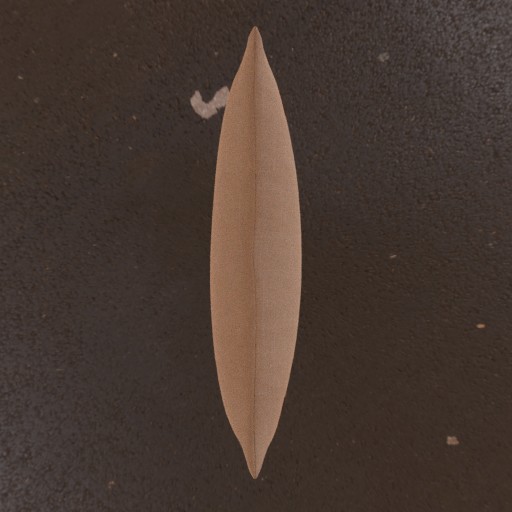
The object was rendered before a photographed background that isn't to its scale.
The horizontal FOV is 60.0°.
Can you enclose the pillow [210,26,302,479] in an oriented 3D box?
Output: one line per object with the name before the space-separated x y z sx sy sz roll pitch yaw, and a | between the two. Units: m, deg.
pillow | 0.000 0.000 0.735 0.148 0.308 0.612 0 88 0
